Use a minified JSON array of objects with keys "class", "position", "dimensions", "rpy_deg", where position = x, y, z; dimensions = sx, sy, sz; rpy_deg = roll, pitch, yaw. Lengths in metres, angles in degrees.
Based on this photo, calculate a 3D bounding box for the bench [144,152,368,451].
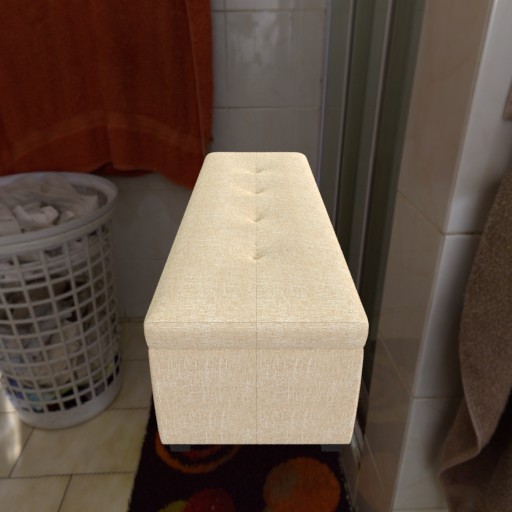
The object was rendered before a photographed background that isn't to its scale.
[{"class":"bench","position":[0.000,0.000,1.440],"dimensions":[0.432,0.406,1.219],"rpy_deg":[0,28,0]}]
